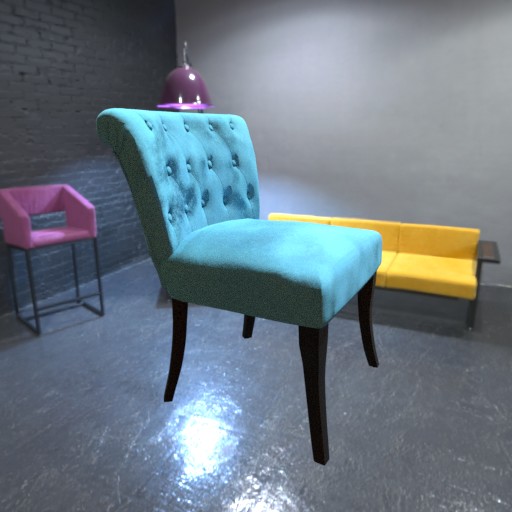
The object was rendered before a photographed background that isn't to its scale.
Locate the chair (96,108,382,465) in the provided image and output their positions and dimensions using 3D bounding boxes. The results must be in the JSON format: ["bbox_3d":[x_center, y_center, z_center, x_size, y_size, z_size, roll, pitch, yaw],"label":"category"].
[{"bbox_3d":[0.000,0.000,1.200,0.605,0.750,0.582,8,18,27],"label":"chair"}]
